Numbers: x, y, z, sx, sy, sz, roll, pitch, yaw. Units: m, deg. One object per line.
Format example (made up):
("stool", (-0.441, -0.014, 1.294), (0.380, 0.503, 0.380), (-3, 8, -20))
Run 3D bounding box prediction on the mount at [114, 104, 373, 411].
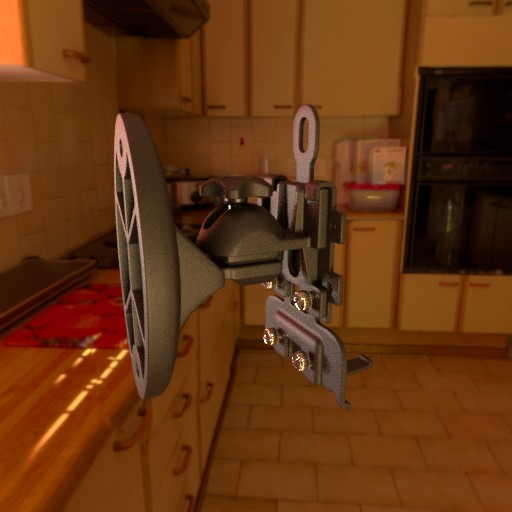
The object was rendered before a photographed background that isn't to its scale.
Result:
("mount", (0.000, 0.000, 0.180), (0.100, 0.118, 0.066), (-7, 16, -25))
